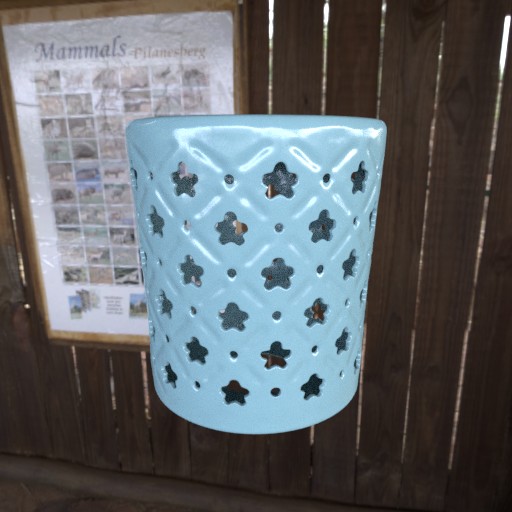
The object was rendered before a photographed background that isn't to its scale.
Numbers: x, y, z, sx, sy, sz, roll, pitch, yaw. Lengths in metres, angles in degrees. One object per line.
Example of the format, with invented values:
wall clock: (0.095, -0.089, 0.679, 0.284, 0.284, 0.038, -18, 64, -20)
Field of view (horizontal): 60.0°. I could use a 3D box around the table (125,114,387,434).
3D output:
table: (0.000, 0.000, 0.659, 0.352, 0.387, 0.352, 0, 14, 0)
